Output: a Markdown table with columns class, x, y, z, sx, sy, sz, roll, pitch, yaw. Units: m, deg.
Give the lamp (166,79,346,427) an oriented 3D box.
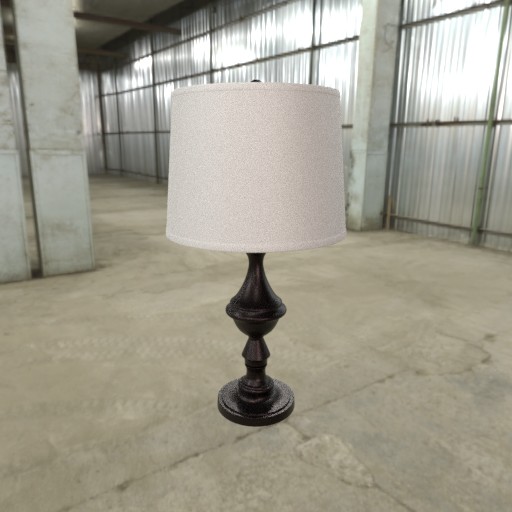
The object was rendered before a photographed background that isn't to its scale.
| class | x | y | z | sx | sy | sz | roll | pitch | yaw |
| --- | --- | --- | --- | --- | --- | --- | --- | --- | --- |
| lamp | 0.000 | 0.000 | 0.972 | 0.383 | 0.726 | 0.383 | 0 | 14 | 0 |
